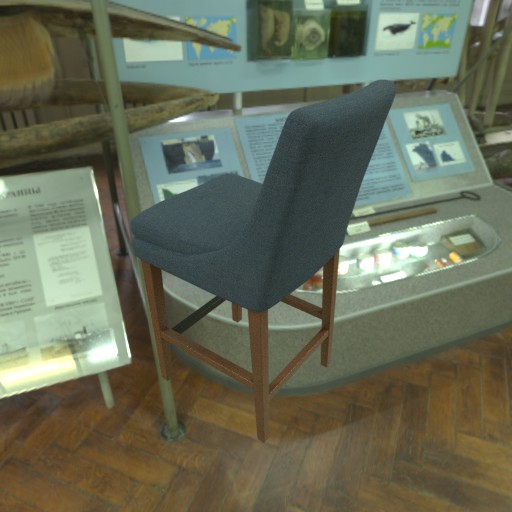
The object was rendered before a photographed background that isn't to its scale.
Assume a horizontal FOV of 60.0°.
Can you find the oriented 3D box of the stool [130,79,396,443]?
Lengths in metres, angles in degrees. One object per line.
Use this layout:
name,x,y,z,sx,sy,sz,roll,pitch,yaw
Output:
stool,0.000,0.000,1.308,0.577,0.981,0.470,21,37,31
